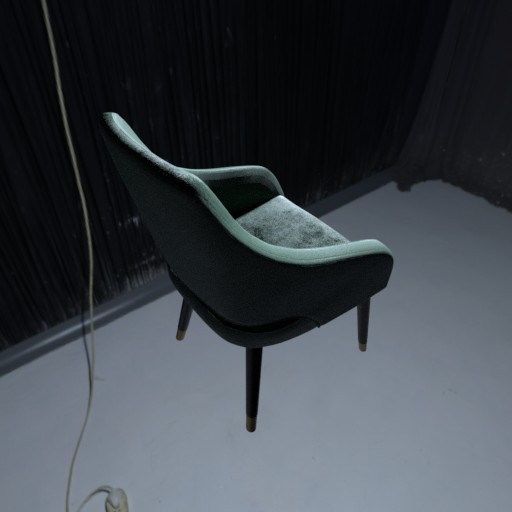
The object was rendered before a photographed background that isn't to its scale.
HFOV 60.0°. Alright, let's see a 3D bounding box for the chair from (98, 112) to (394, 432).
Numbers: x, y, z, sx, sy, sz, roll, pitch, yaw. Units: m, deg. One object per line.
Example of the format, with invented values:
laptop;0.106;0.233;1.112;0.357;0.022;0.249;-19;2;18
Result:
chair;0.000;0.000;1.558;0.794;1.081;0.683;-26;46;-27
